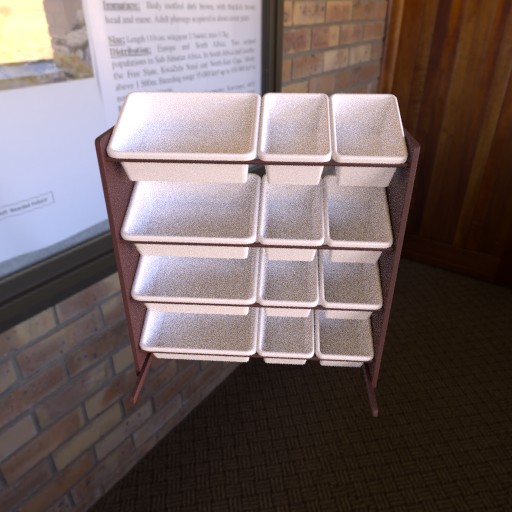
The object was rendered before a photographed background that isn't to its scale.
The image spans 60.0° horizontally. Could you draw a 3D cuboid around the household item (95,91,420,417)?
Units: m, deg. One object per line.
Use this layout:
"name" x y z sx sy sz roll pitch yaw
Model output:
"household item" 0.000 0.000 1.307 0.787 0.864 0.389 2 30 3
